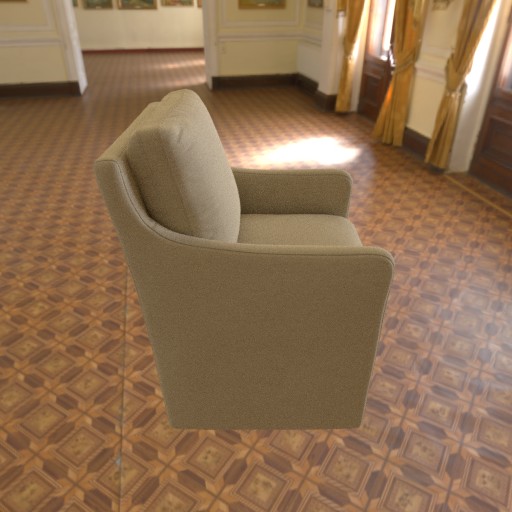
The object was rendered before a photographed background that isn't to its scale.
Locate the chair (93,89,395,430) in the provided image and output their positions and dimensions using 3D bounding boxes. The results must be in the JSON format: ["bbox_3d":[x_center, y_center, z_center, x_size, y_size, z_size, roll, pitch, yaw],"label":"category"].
[{"bbox_3d":[0.000,0.000,1.379,0.694,0.914,0.626,0,31,0],"label":"chair"}]
